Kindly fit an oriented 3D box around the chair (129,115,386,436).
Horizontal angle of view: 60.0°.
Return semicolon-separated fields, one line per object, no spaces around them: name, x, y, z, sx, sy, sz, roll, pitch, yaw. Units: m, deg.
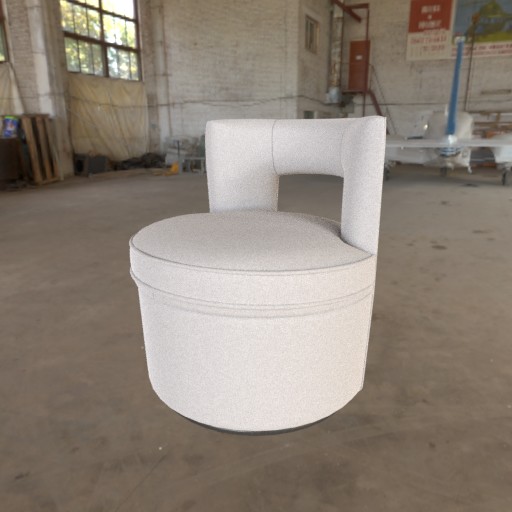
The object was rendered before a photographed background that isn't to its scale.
chair;0.000;0.000;1.201;0.650;0.723;0.665;15;22;43
